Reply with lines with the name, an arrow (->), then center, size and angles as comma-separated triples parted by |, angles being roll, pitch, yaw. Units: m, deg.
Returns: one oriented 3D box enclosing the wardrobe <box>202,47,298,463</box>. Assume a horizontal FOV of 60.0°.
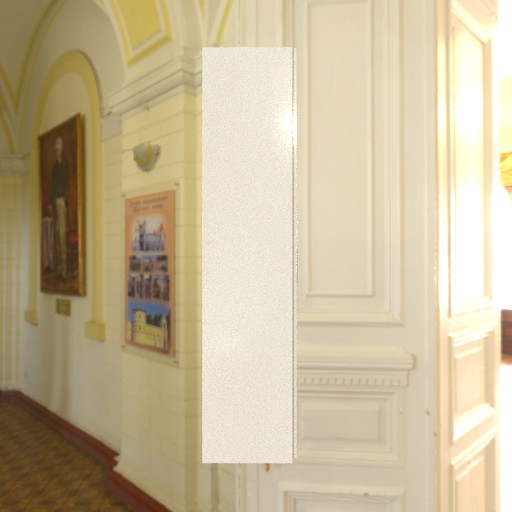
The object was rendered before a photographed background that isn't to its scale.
wardrobe -> 0.000, 0.000, 4.013 | 0.580, 2.360, 3.000 | 0, 0, 1
